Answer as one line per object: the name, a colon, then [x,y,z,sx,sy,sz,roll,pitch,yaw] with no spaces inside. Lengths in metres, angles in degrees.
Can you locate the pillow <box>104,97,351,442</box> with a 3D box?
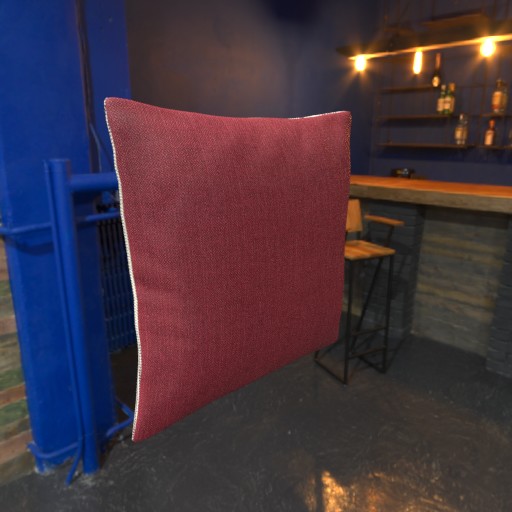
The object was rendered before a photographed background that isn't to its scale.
pillow: [0.000,0.000,0.774,0.513,0.497,0.166,-14,21,-42]
